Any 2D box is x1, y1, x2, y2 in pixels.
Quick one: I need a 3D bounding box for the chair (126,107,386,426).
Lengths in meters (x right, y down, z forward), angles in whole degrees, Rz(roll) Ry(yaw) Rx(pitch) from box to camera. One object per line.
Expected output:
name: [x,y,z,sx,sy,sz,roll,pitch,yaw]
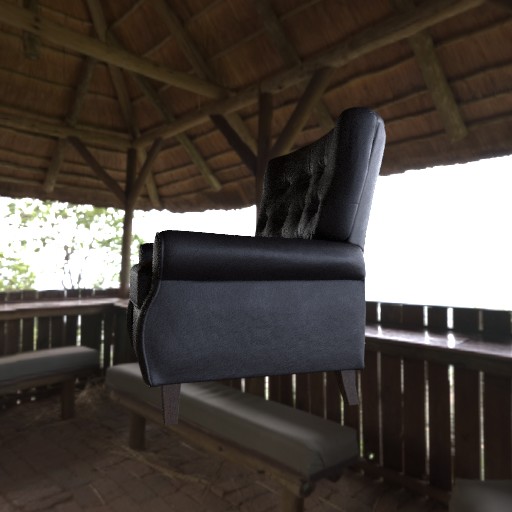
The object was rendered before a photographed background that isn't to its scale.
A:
chair: [0.000,0.000,1.944,1.058,1.158,0.948,1,-2,-19]
